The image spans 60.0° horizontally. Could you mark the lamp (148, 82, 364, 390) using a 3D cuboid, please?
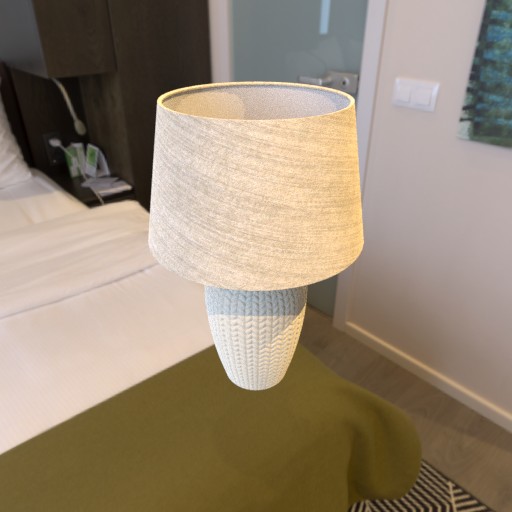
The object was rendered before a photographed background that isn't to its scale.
[{"bbox_3d":[0.000,0.000,0.847,0.390,0.580,0.390,0,30,0],"label":"lamp"}]
